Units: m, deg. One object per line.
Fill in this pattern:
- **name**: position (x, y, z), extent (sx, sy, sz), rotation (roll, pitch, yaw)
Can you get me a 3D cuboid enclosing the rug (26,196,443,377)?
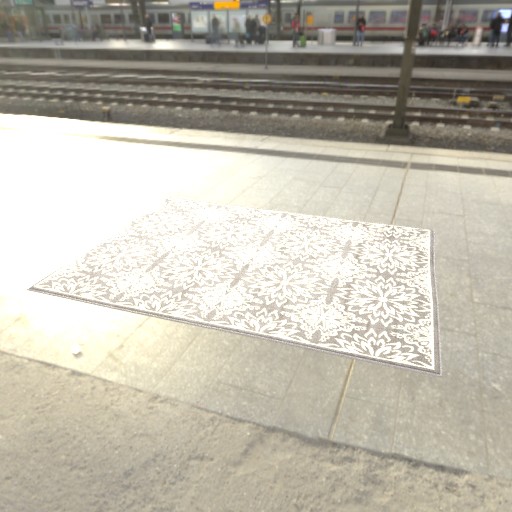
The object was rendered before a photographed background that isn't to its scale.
- **rug**: position (0.000, 0.000, 2.872), extent (2.213, 0.014, 1.608), rotation (9, 29, 16)
